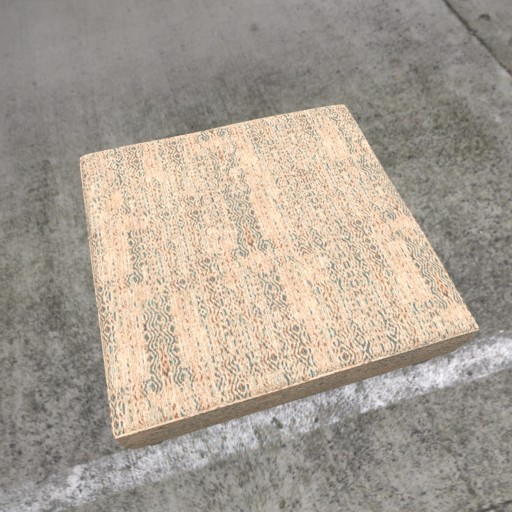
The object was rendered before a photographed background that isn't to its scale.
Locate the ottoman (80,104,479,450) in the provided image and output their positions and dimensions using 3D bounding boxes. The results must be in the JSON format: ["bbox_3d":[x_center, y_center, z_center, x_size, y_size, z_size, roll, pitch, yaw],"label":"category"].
[{"bbox_3d":[0.000,0.000,1.488,1.004,0.356,0.968,-14,59,-9],"label":"ottoman"}]
